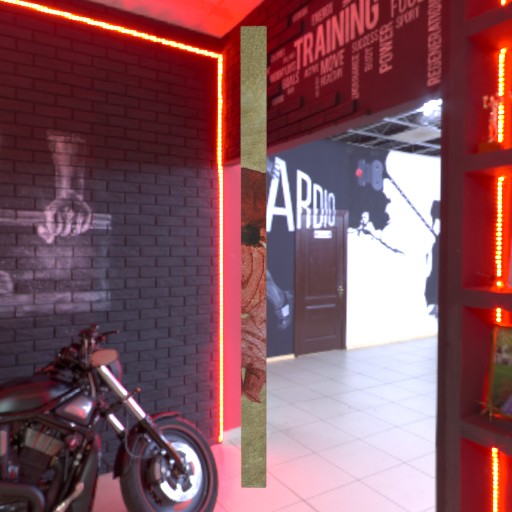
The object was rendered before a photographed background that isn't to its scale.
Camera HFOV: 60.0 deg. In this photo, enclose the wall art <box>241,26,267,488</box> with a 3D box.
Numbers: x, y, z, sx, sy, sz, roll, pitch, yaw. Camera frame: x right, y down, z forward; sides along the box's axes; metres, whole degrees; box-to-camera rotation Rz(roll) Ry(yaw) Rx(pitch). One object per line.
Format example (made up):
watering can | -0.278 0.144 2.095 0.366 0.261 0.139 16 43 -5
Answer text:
wall art | 0.000 0.000 0.690 0.028 0.508 0.406 0 1 1
